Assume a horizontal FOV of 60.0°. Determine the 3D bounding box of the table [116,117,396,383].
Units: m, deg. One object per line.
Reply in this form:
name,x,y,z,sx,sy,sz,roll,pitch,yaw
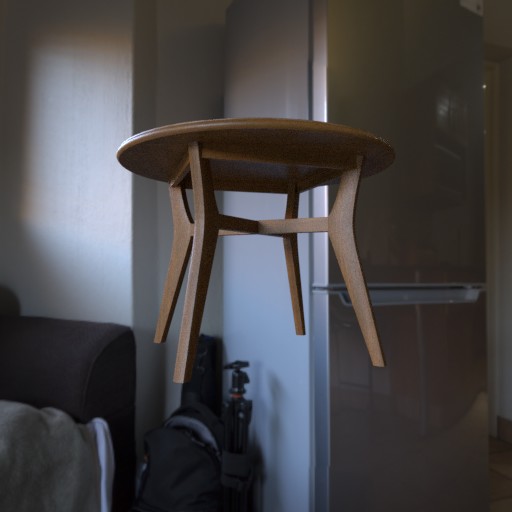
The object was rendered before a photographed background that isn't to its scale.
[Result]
table,0.000,0.000,1.750,1.055,0.757,1.055,0,-1,0
